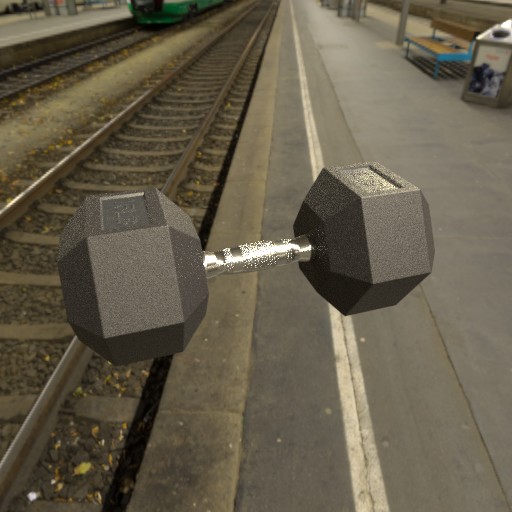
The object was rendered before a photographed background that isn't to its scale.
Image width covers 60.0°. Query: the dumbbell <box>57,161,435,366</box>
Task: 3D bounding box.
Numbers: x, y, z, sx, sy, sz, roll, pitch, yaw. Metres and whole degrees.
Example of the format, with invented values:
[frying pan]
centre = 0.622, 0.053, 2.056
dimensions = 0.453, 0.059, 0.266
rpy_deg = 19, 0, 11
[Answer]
[dumbbell]
centre = 0.000, 0.000, 0.342
dimensions = 0.271, 0.106, 0.122
rpy_deg = -10, 33, -15
